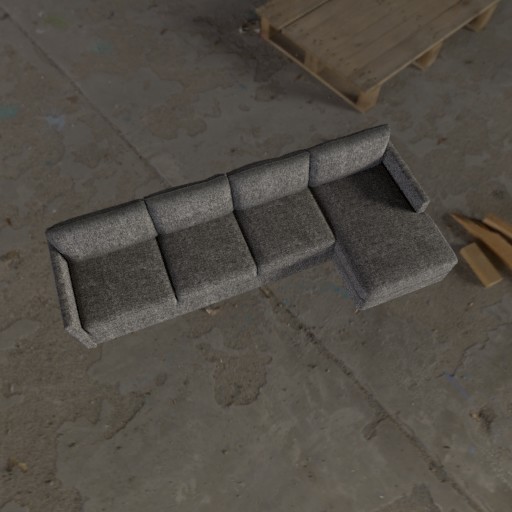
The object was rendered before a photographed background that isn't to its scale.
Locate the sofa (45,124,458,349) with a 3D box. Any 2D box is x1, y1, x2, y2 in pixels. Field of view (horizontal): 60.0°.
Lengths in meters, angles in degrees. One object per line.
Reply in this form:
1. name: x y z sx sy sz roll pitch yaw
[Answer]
1. sofa: 0.000 0.000 4.060 3.384 0.970 1.488 -19 64 -10
